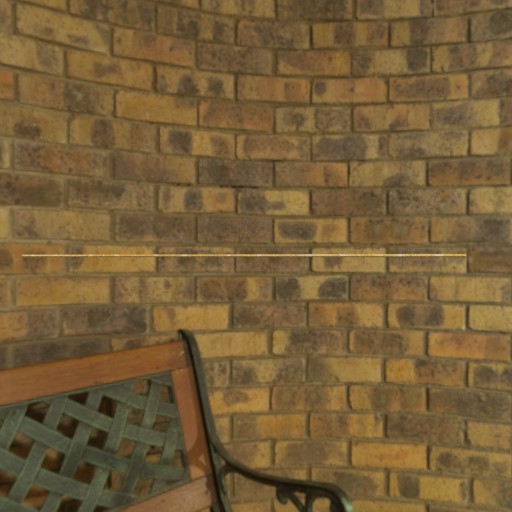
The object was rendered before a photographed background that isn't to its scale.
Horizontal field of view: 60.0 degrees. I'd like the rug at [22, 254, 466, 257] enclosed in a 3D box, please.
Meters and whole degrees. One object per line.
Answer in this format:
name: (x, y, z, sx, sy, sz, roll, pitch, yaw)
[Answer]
rug: (0.000, 0.000, 2.286, 1.829, 0.010, 1.213, 0, 0, 18)
